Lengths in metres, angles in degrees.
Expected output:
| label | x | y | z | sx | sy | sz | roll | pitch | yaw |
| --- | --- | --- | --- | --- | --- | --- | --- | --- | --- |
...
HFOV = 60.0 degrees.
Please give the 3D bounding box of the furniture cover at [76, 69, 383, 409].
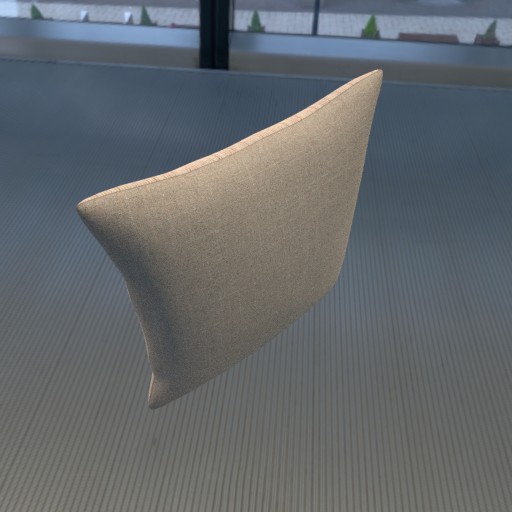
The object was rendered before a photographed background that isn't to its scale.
| label | x | y | z | sx | sy | sz | roll | pitch | yaw |
| --- | --- | --- | --- | --- | --- | --- | --- | --- | --- |
| furniture cover | 0.000 | 0.000 | 0.760 | 0.512 | 0.506 | 0.178 | -32 | 55 | -26 |
